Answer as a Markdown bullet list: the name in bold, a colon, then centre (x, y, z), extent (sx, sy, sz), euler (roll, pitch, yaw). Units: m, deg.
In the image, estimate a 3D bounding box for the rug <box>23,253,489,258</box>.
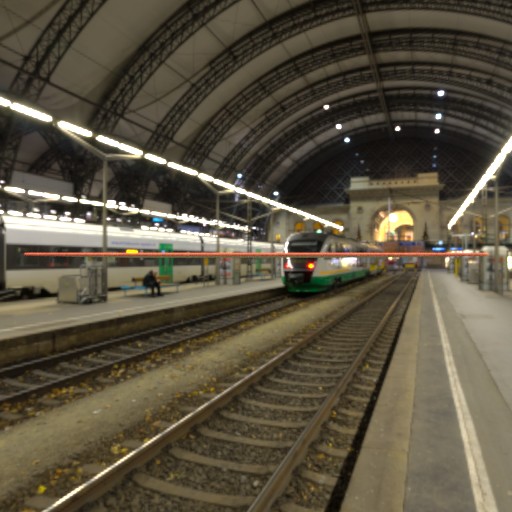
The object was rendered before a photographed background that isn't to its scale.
- **rug**: centre (0.000, 0.000, 4.026), extent (2.976, 0.018, 2.430), euler (0, -1, 0)
